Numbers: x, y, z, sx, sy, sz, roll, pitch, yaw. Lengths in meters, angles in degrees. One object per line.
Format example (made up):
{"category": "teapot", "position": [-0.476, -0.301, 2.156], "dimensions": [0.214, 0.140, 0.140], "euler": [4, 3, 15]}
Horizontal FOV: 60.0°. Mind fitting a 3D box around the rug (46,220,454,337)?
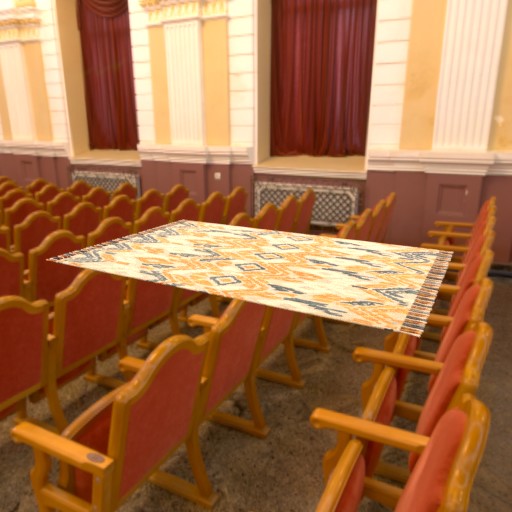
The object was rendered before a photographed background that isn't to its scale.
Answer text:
{"category": "rug", "position": [0.000, 0.000, 3.099], "dimensions": [2.428, 0.010, 1.533], "euler": [9, 18, 27]}
